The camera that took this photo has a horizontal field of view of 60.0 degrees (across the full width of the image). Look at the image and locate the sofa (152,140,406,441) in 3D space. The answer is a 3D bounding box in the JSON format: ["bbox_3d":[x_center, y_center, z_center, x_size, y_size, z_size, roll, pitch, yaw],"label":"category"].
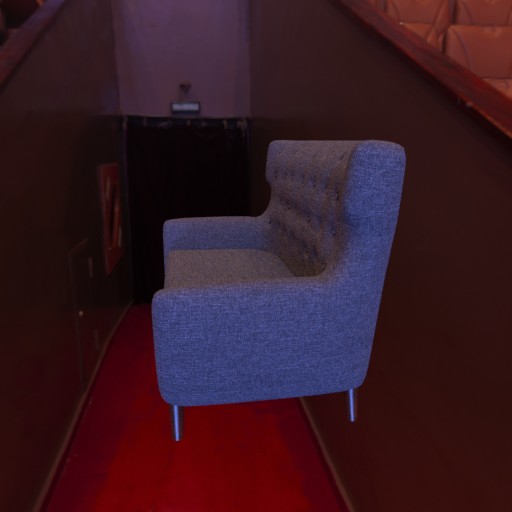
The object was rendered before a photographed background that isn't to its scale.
[{"bbox_3d":[0.000,0.000,2.033,0.874,1.028,1.358,-3,15,-10],"label":"sofa"}]
